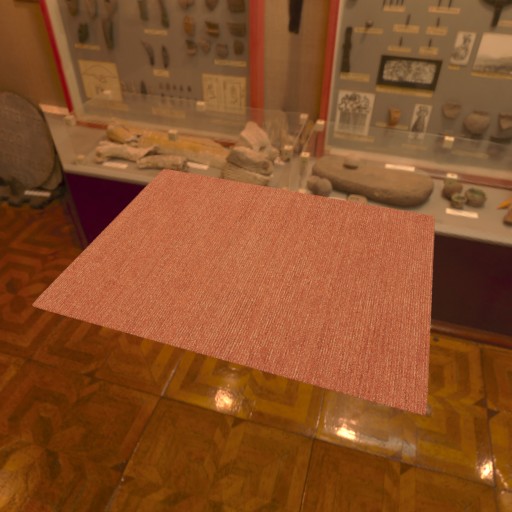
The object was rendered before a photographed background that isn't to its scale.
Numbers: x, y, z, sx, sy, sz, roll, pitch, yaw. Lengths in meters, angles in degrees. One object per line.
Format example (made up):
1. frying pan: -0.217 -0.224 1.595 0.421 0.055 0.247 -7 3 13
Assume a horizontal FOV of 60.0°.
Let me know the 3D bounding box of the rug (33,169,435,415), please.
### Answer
1. rug: 0.000 0.000 2.781 2.112 0.009 1.594 12 42 14
